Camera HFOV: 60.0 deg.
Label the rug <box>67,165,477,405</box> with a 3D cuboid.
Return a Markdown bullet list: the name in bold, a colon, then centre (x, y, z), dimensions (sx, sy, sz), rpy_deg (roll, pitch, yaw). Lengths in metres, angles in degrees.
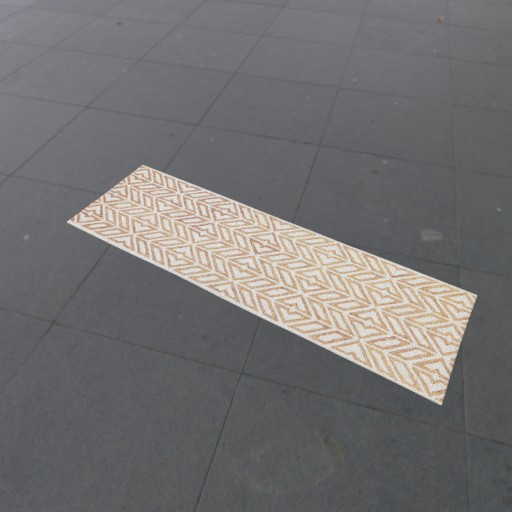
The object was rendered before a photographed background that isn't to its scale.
- **rug**: centre (0.000, 0.000, 2.685), dimensions (2.435, 0.009, 0.750), rpy_deg (23, 51, 21)
